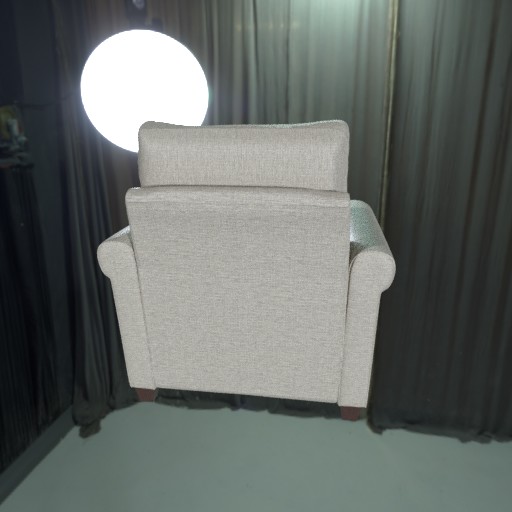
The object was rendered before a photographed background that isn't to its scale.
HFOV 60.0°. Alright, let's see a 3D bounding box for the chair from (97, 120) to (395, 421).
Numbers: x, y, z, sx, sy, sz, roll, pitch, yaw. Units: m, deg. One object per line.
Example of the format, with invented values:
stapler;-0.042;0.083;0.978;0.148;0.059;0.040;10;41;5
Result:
chair;0.000;0.000;2.317;1.275;1.349;1.180;2;16;8
